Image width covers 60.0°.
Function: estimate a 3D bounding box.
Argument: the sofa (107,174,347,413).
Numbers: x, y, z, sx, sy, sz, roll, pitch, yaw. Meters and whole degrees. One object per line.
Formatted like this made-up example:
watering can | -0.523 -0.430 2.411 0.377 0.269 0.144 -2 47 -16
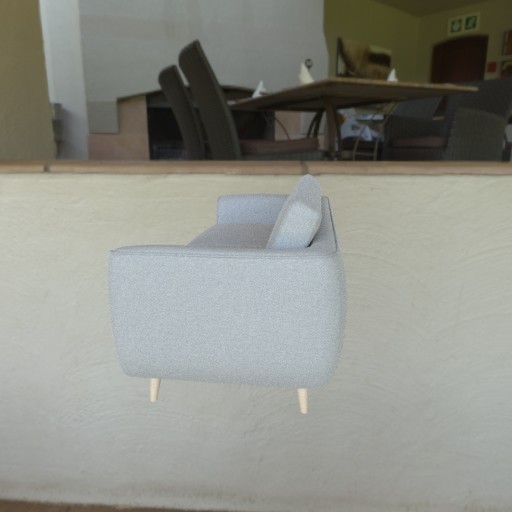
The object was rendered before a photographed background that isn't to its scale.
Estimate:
sofa | 0.000 0.000 2.515 0.920 0.850 2.000 2 14 8
